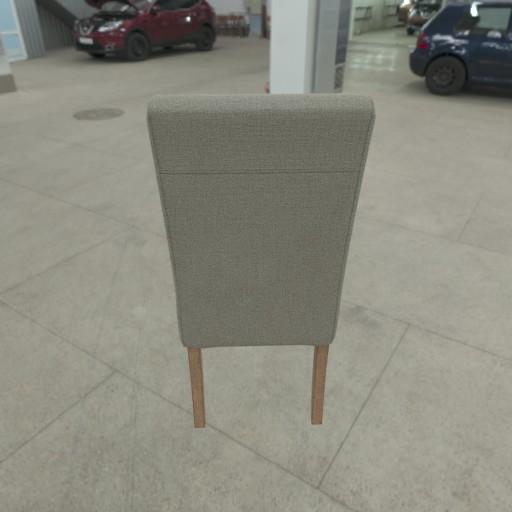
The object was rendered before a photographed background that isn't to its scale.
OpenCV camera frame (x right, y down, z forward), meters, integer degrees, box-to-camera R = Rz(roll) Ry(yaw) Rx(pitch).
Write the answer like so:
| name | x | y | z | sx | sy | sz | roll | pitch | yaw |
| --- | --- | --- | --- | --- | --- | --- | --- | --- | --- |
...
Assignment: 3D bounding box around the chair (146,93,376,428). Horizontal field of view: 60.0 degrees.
| name | x | y | z | sx | sy | sz | roll | pitch | yaw |
| --- | --- | --- | --- | --- | --- | --- | --- | --- | --- |
| chair | 0.000 | 0.000 | 1.334 | 0.450 | 1.033 | 0.611 | -1 | 31 | -2 |
